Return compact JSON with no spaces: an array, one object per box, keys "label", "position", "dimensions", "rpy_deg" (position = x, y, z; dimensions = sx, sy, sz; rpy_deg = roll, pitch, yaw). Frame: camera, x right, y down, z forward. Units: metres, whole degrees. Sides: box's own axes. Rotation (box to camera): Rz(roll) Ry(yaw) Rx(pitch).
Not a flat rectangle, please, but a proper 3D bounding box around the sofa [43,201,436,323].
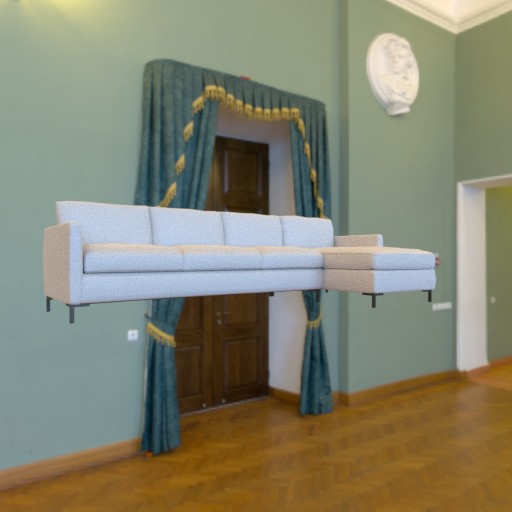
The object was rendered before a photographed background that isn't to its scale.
[{"label":"sofa","position":[0.000,0.000,3.298],"dimensions":[2.731,0.755,1.258],"rpy_deg":[0,0,-36]}]
